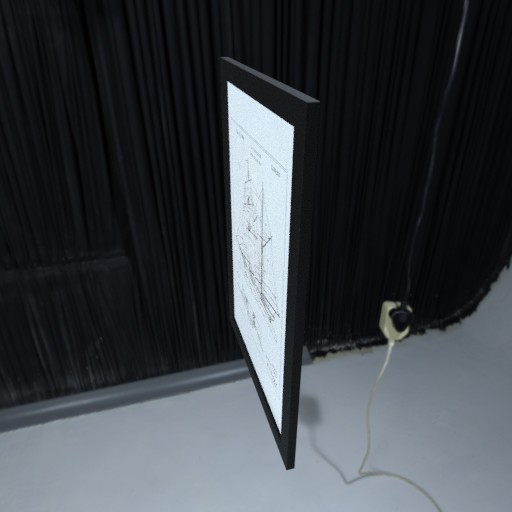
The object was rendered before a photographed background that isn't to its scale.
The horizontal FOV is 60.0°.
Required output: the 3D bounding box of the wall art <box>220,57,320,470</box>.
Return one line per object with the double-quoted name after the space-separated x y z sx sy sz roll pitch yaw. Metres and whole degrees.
0.000 0.000 0.596 0.011 0.459 0.326 -8 31 -14 "wall art"
